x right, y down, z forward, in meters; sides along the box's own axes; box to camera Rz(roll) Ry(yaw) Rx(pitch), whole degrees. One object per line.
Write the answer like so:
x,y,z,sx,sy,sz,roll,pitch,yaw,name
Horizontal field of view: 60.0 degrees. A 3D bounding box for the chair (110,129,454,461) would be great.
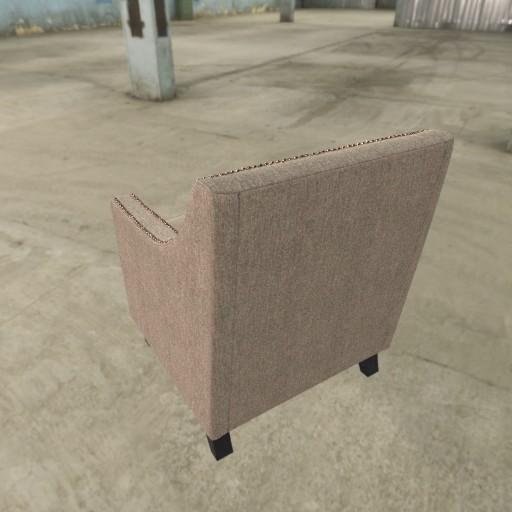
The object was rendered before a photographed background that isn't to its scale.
0.000,0.000,1.587,0.776,0.967,0.884,-18,35,-28,chair
